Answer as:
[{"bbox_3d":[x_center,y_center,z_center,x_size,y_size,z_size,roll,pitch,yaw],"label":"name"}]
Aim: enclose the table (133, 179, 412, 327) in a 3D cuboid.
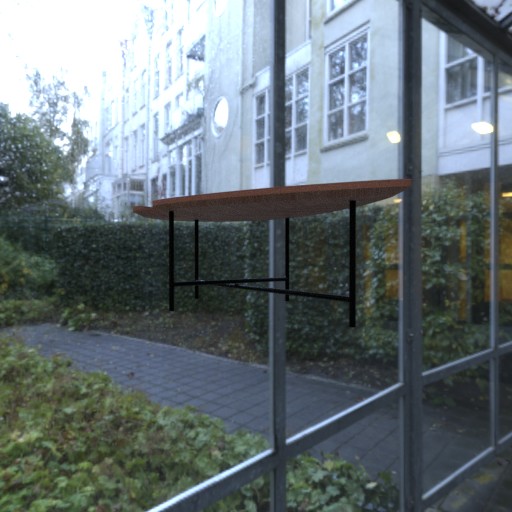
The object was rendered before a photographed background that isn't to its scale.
[{"bbox_3d":[0.000,0.000,1.491,0.598,0.360,1.199,0,1,-36],"label":"table"}]
